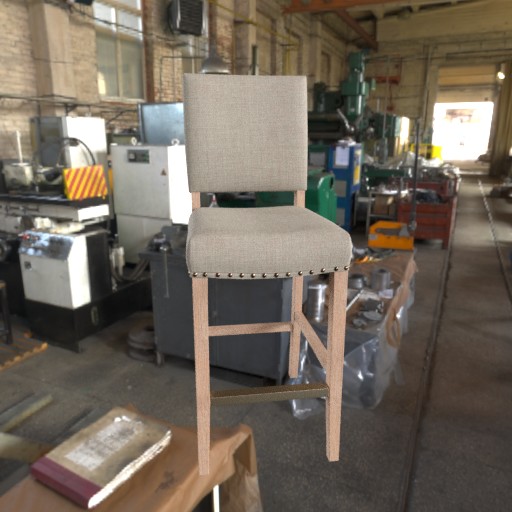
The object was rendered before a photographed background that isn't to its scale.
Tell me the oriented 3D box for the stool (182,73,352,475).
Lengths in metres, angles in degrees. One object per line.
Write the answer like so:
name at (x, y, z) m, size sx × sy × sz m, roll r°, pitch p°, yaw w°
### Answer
stool at (0.000, 0.000, 1.450) m, size 0.445 × 1.173 × 0.585 m, roll -2°, pitch 15°, yaw -8°
